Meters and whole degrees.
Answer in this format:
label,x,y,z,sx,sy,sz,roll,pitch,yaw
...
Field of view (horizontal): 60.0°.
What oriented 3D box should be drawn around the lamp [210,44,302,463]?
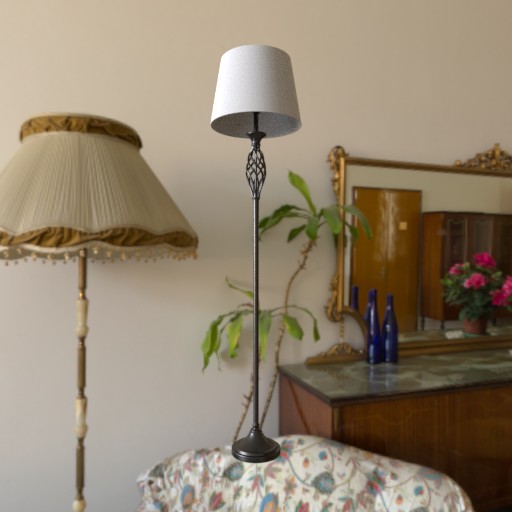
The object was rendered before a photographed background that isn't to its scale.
label,x,y,z,sx,sy,sz,roll,pitch,yaw
lamp,0.000,0.000,1.841,0.379,1.623,0.379,0,0,0
